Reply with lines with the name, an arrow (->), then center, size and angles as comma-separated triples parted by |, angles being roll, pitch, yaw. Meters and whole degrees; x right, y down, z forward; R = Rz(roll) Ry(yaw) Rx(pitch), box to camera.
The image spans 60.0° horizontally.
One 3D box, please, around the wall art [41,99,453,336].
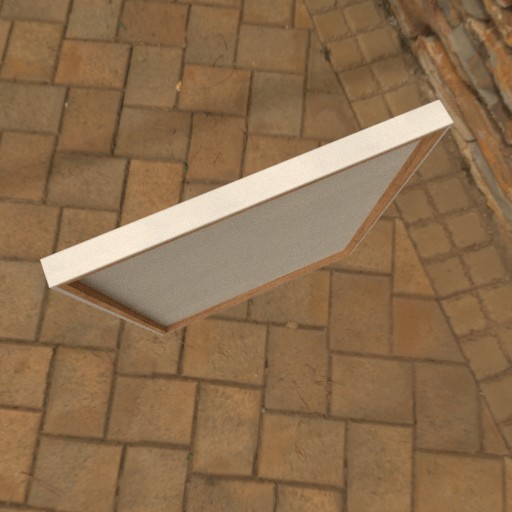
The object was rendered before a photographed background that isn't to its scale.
wall art -> 0.000, 0.000, 0.807 | 0.508, 0.606, 0.037 | -23, 76, -6
